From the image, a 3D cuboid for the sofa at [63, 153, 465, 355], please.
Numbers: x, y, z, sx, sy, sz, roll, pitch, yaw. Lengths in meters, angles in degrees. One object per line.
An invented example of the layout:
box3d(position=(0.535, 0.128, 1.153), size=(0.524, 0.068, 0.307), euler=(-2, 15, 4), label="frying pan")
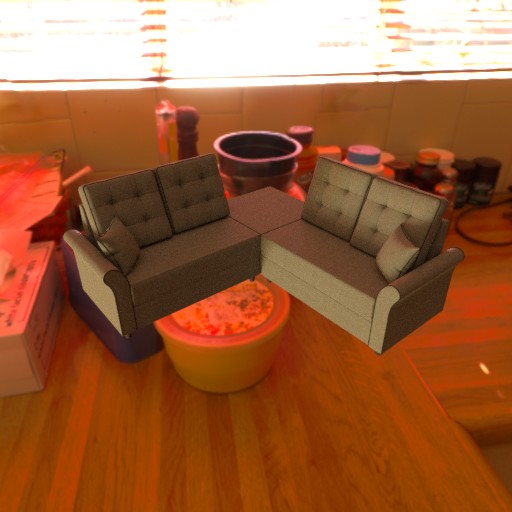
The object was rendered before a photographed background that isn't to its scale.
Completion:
box3d(position=(0.000, 0.000, 3.255), size=(2.068, 0.988, 2.070), euler=(-23, 38, -33), label="sofa")
